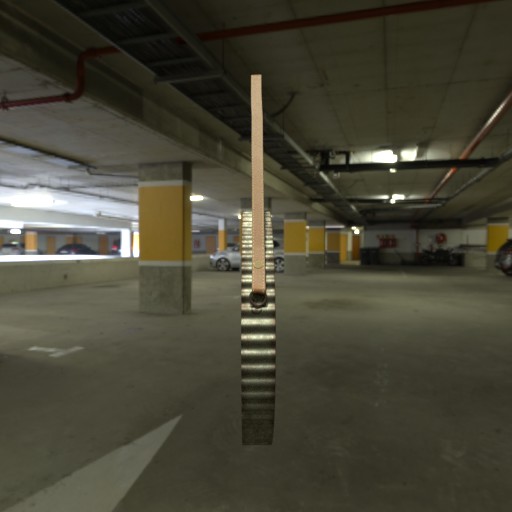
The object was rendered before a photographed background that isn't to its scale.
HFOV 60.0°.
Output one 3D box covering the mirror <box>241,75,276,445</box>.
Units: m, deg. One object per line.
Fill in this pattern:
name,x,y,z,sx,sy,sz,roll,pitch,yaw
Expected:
mirror,0.000,0.000,0.699,0.042,0.568,0.355,0,1,-1
